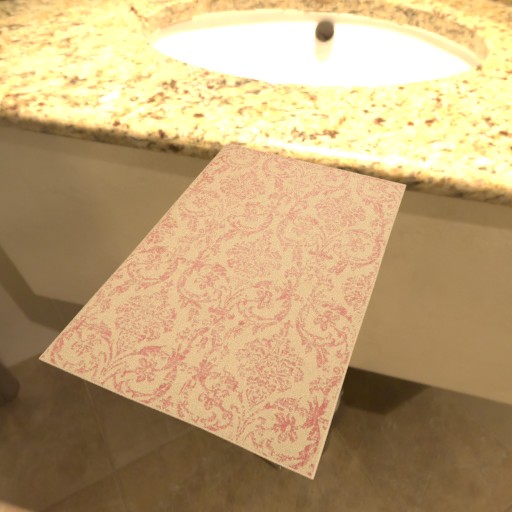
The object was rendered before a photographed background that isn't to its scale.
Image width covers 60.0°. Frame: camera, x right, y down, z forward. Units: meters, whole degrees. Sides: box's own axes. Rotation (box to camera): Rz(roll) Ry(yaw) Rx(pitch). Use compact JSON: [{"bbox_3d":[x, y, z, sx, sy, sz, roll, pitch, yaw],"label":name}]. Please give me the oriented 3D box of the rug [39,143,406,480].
[{"bbox_3d":[0.000,0.000,3.426,1.819,0.018,2.746,17,48,16],"label":"rug"}]
